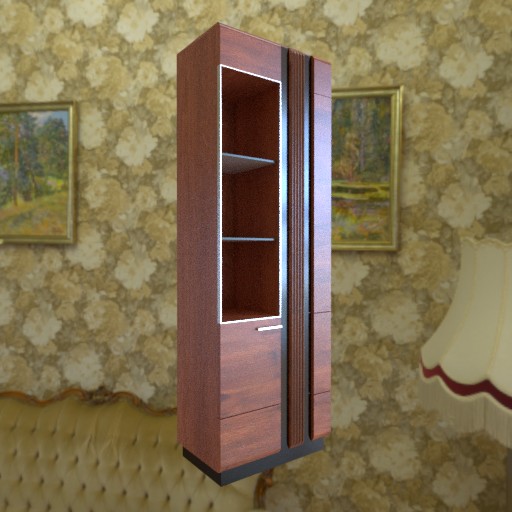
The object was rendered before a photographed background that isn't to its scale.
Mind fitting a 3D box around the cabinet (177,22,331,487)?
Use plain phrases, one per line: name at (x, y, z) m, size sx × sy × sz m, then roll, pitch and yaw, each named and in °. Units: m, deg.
cabinet at (0.000, 0.000, 2.214) m, size 0.660 × 1.980 × 0.420 m, roll 0°, pitch 1°, yaw -36°
